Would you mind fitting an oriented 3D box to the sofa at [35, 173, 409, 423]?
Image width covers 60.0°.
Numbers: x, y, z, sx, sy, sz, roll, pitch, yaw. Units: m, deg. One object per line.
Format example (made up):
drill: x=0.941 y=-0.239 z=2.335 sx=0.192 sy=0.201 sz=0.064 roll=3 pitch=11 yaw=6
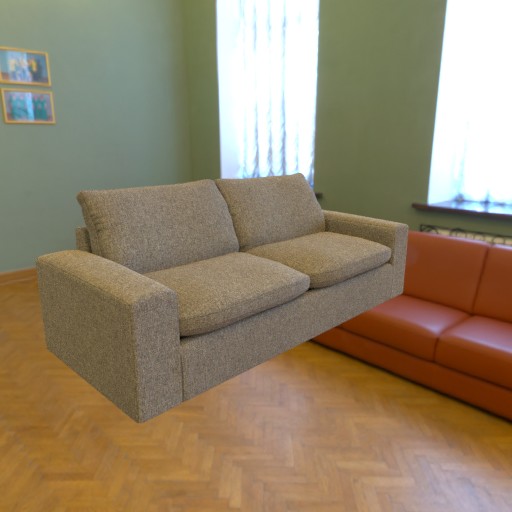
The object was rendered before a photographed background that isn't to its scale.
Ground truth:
sofa: x=0.000 y=0.000 z=2.815 sx=1.040 sy=0.922 sz=2.299 roll=14 pitch=20 yaw=43
